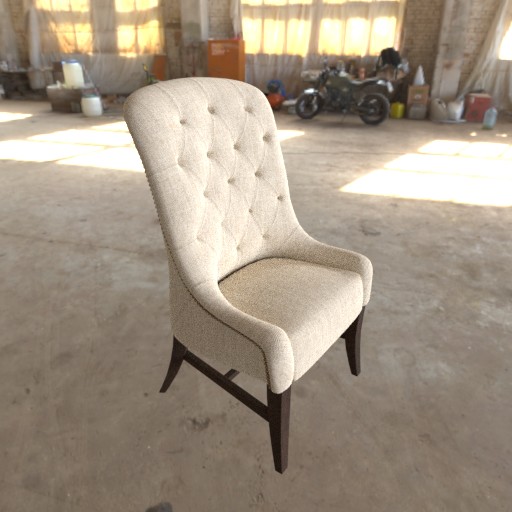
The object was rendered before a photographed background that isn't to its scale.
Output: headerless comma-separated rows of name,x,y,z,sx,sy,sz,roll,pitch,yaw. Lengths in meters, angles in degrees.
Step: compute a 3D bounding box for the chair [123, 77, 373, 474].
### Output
chair,0.000,0.000,1.493,0.629,1.091,0.634,18,32,32
